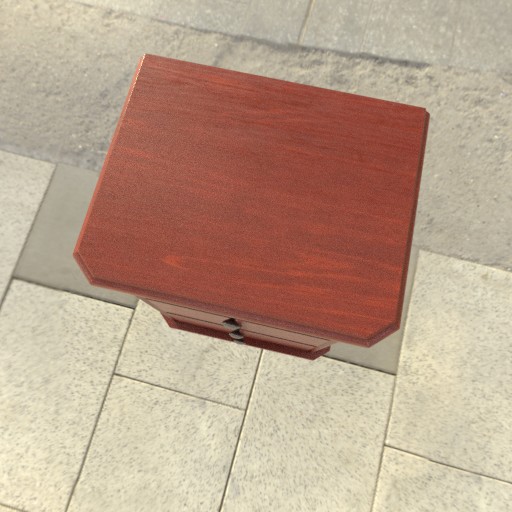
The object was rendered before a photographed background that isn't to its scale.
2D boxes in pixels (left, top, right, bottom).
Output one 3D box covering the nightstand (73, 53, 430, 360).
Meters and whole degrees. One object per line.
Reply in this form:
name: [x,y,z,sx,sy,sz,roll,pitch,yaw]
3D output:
nightstand: [0.000,0.000,0.921,0.435,0.681,0.351,12,76,3]
